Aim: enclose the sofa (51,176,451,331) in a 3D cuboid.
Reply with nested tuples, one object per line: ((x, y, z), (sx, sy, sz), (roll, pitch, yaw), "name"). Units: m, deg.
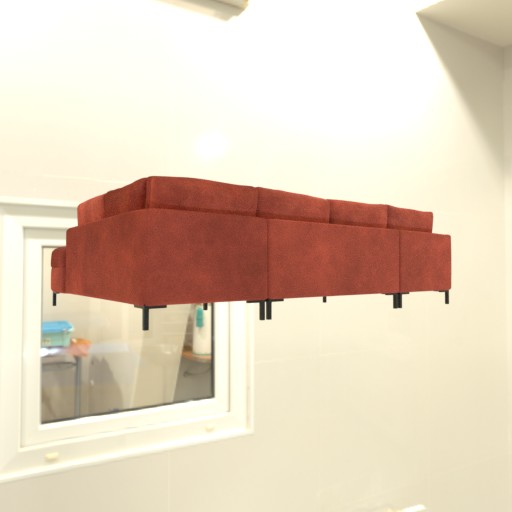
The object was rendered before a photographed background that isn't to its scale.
((0.000, 0.000, 3.902), (2.971, 0.858, 1.981), (1, -2, -37), "sofa")
